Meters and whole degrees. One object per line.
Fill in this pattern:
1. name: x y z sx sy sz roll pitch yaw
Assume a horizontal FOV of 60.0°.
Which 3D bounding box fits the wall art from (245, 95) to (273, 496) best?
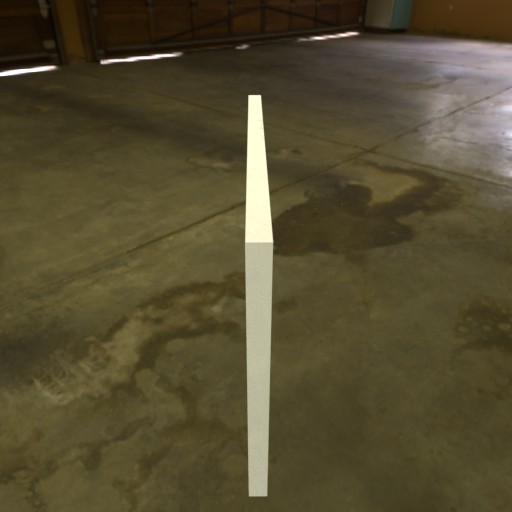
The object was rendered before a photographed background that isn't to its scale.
1. wall art: 0.000 0.000 1.151 0.038 0.610 0.915 0 32 0
